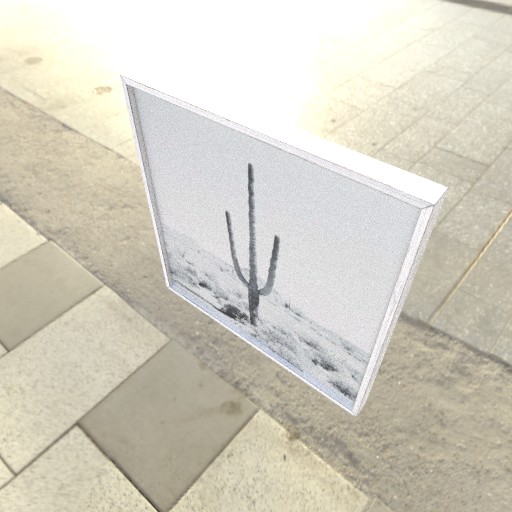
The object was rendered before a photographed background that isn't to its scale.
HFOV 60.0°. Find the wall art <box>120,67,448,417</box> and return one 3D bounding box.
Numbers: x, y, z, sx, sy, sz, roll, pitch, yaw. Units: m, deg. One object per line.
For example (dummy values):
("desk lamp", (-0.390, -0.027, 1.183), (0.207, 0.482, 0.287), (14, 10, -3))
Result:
("wall art", (0.000, 0.000, 0.766), (0.508, 0.508, 0.038), (30, 53, 26))
